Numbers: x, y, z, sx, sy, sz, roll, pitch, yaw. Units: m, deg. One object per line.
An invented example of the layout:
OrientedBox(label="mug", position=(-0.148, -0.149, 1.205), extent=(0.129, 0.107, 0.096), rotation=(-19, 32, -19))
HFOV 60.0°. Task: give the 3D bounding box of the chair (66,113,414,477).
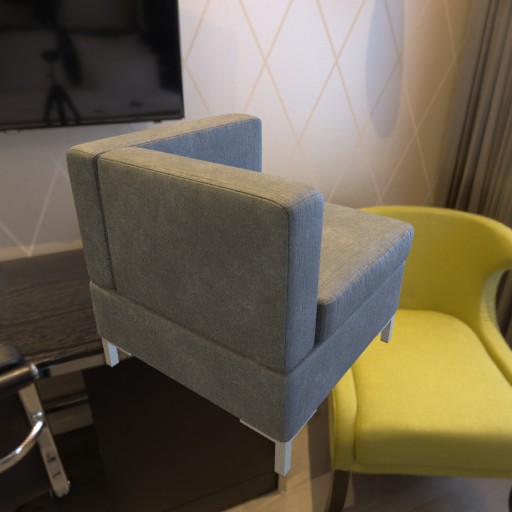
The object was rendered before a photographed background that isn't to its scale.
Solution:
OrientedBox(label="chair", position=(0.000, 0.000, 1.245), extent=(0.680, 0.660, 0.680), rotation=(19, 32, 32))
